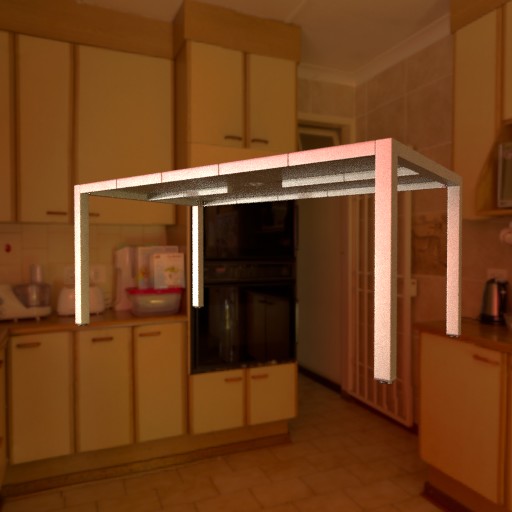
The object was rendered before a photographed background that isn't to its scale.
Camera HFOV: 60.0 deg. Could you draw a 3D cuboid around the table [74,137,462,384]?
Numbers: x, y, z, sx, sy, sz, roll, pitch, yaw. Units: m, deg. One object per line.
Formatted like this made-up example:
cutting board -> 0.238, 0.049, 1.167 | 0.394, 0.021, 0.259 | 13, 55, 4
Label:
table -> 0.000, 0.000, 2.175 | 1.680, 0.735, 0.914 | 1, 1, 37
